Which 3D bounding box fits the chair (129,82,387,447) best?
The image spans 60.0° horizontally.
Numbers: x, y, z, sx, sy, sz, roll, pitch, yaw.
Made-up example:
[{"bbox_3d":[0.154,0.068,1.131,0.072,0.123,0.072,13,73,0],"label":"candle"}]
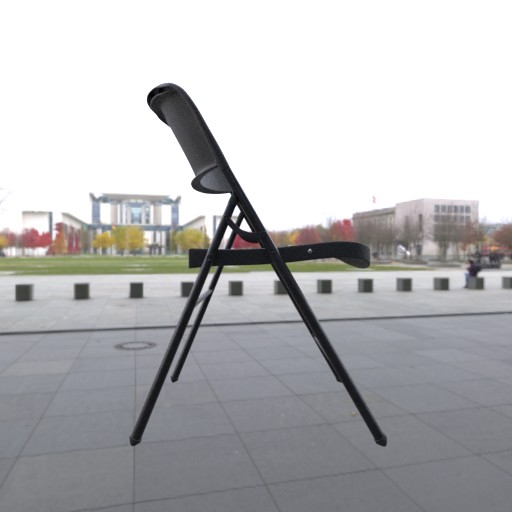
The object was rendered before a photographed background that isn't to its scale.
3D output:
[{"bbox_3d":[0.000,0.000,1.187,0.567,0.810,0.494,0,1,0],"label":"chair"}]
